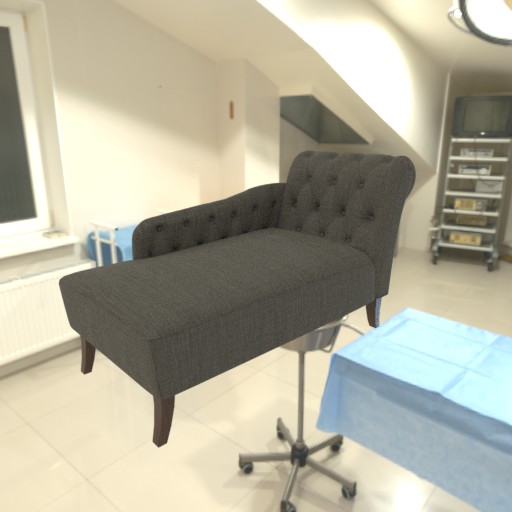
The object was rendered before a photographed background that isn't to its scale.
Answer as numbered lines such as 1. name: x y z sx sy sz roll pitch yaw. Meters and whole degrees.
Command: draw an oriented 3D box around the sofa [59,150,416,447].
1. sofa: 0.000 0.000 1.832 1.379 0.787 0.675 -15 22 -41
